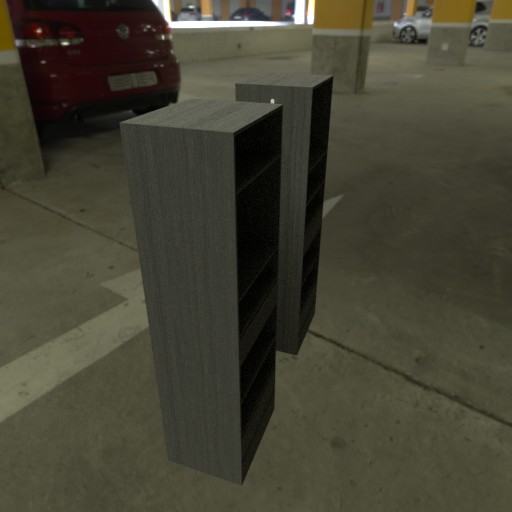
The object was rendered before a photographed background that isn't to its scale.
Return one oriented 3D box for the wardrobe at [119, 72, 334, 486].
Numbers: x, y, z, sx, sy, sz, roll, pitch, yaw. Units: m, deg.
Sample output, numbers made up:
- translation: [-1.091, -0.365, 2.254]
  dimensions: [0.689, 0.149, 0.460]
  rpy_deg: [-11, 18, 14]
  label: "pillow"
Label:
- translation: [0.000, 0.000, 2.858]
  dimensions: [0.480, 2.000, 1.770]
  rpy_deg: [10, 30, 18]
  label: "wardrobe"
